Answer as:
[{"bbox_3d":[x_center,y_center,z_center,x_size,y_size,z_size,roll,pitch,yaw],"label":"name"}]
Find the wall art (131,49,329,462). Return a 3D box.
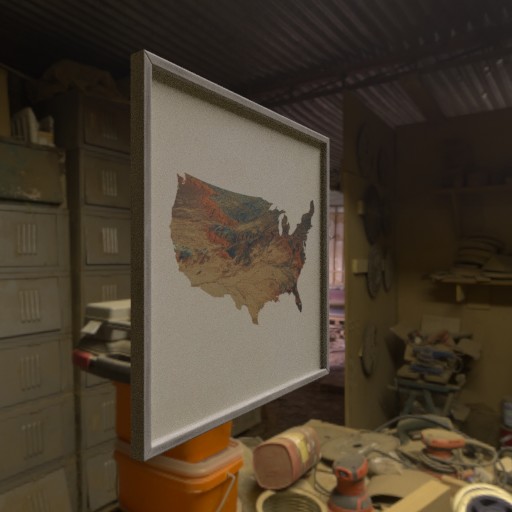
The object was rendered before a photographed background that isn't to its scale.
[{"bbox_3d":[0.000,0.000,0.451,0.015,0.303,0.303,0,0,36],"label":"wall art"}]
